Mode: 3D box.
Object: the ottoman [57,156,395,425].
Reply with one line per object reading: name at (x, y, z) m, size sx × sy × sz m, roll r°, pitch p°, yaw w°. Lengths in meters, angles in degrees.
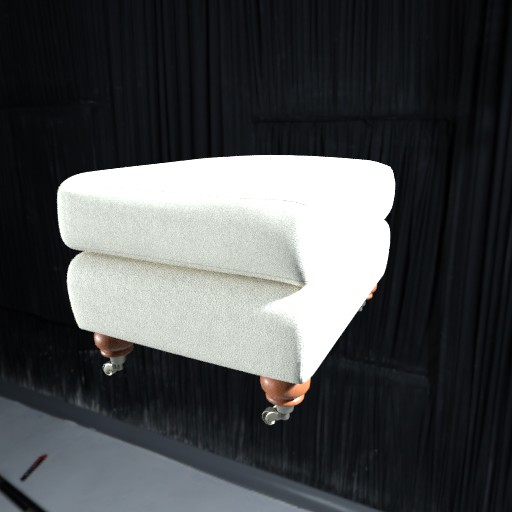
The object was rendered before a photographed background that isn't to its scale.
ottoman at (0.000, 0.000, 1.152) m, size 0.569 × 0.499 × 0.773 m, roll 8°, pitch 17°, yaw 25°
